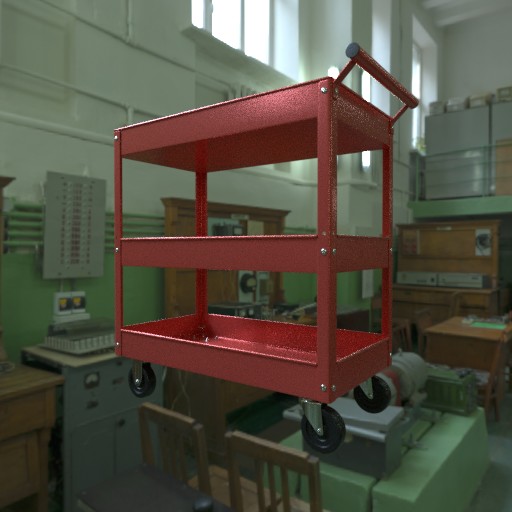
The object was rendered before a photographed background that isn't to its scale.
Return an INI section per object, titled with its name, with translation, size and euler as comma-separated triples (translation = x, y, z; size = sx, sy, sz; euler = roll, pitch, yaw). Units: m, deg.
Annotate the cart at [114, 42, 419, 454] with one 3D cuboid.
[cart]
translation = 0.000, 0.000, 1.154
size = 0.719, 0.780, 0.366
euler = 1, 1, 36
